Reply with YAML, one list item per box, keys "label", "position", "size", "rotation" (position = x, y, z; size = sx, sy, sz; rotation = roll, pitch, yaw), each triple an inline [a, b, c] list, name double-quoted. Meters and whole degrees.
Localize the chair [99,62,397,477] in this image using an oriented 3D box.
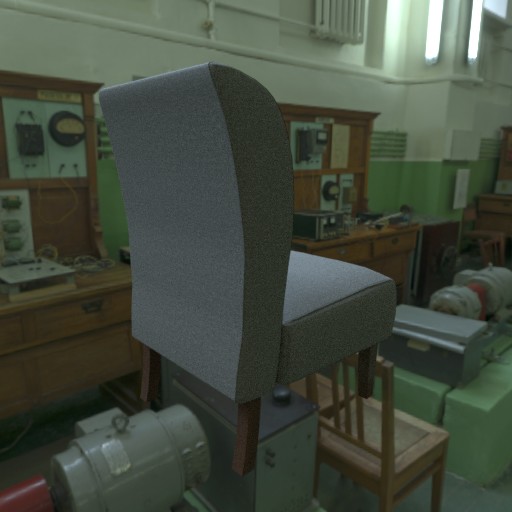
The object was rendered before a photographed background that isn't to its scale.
- label: "chair"
  position: [0.000, 0.000, 1.139]
  size: [0.592, 0.804, 0.513]
  rotation: [-12, 18, -42]
